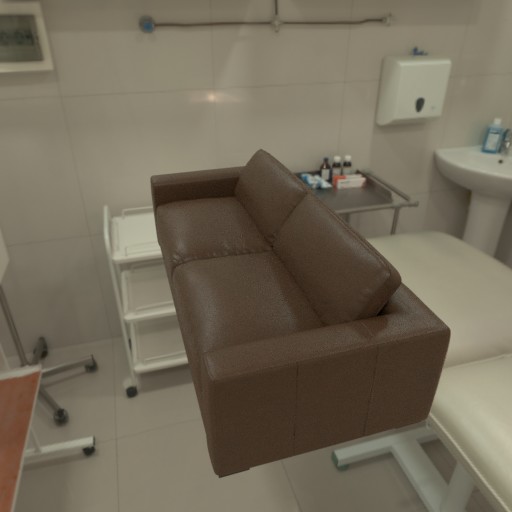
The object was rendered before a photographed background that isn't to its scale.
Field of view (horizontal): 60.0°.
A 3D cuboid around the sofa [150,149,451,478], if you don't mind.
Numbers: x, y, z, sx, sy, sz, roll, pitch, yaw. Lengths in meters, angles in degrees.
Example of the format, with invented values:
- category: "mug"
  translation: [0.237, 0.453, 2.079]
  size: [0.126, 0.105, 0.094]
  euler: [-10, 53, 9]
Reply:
- category: "sofa"
  translation: [0.000, 0.000, 2.725]
  size: [1.070, 0.801, 2.262]
  euler: [-9, 31, -15]
